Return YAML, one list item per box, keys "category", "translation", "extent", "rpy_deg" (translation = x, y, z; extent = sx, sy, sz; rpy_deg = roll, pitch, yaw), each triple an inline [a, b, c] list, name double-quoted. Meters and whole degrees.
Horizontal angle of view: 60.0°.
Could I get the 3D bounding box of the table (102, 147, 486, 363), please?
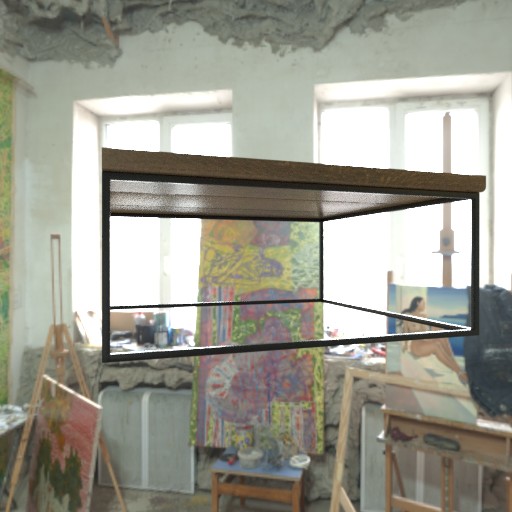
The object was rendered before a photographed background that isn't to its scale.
- category: "table"
  translation: [0.000, 0.000, 1.380]
  extent: [0.900, 0.400, 0.900]
  rpy_deg: [0, 0, -19]
